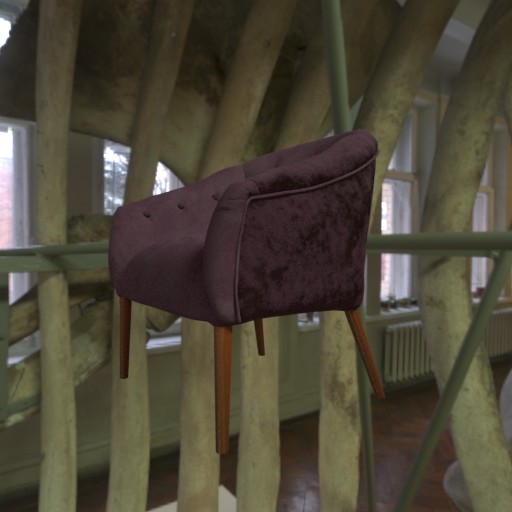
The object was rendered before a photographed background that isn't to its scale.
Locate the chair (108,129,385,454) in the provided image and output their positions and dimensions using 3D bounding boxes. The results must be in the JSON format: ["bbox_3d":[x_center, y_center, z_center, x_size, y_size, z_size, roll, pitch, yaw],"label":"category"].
[{"bbox_3d":[0.000,0.000,1.500,0.776,0.885,0.851,-1,2,-35],"label":"chair"}]
